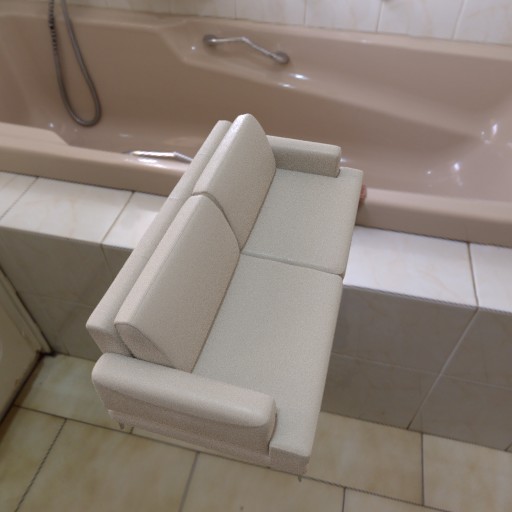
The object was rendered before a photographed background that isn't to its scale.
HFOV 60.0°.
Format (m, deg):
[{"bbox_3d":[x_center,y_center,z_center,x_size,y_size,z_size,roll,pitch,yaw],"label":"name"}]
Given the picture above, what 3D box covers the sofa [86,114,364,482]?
[{"bbox_3d":[0.000,0.000,2.407,0.974,0.765,1.940,11,48,11],"label":"sofa"}]
